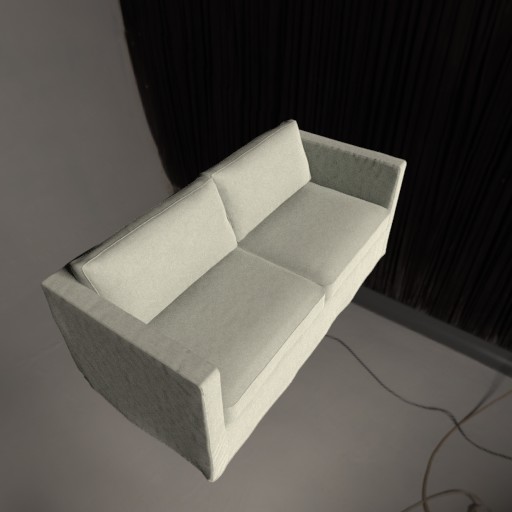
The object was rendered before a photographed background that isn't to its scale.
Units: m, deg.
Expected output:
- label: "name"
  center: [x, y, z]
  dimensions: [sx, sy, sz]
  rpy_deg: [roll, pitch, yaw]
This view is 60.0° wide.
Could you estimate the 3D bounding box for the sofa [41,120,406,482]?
- label: "sofa"
  center: [0.000, 0.000, 2.506]
  dimensions: [0.940, 0.870, 1.987]
  rpy_deg: [24, 46, 26]
